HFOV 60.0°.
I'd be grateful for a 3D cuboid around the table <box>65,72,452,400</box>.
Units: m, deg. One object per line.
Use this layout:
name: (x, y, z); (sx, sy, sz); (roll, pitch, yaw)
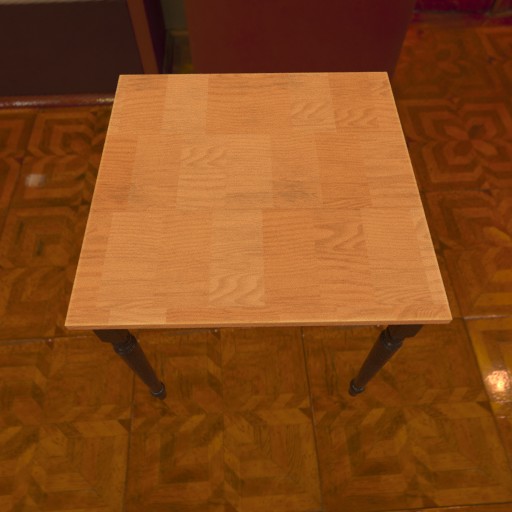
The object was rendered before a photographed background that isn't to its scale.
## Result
table: (0.000, 0.000, 1.360); (0.747, 0.738, 0.747); (-1, 59, -1)
